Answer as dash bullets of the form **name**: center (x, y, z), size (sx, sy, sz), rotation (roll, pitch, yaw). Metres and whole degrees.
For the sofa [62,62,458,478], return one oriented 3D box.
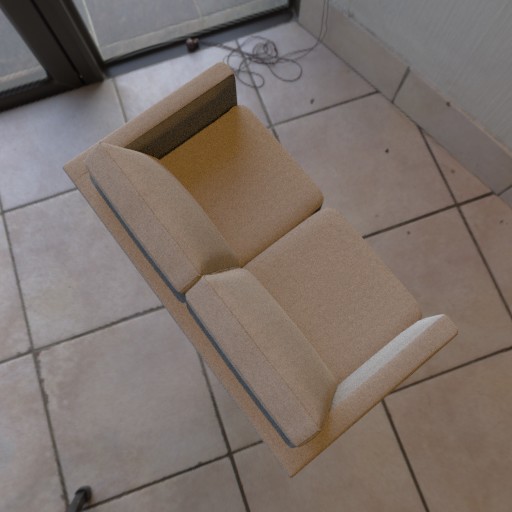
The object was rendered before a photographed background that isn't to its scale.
- **sofa**: center (0.000, 0.000, 2.268), size (1.000, 0.900, 1.731), rotation (-37, 79, -8)
